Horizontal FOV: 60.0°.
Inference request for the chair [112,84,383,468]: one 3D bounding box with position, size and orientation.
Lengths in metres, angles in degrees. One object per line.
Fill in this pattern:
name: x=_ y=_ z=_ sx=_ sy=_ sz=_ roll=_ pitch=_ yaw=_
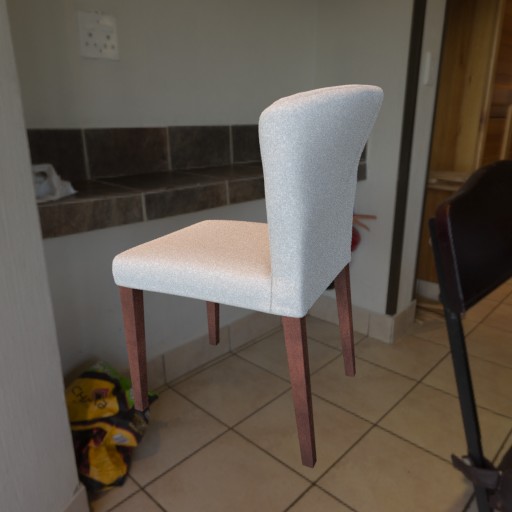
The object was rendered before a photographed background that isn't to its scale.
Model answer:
chair: x=0.000 y=0.000 z=1.186 sx=0.592 sy=0.839 sz=0.491 roll=8 pitch=19 yaw=24
